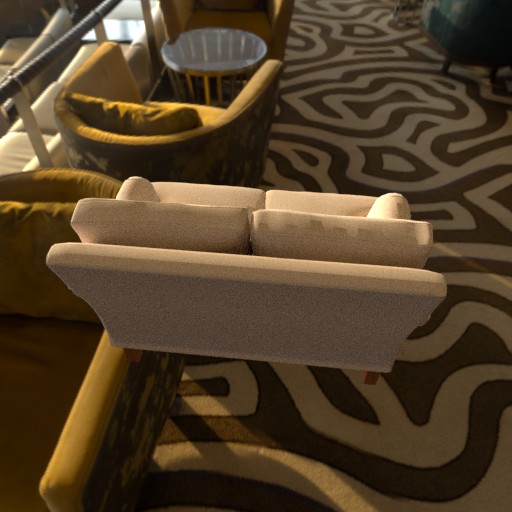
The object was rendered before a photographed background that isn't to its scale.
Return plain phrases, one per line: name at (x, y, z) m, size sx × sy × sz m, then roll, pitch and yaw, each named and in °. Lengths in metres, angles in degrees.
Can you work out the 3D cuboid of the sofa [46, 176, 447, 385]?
sofa at (0.000, 0.000, 2.242) m, size 1.508 × 1.048 × 1.087 m, roll 4°, pitch 47°, yaw 4°
